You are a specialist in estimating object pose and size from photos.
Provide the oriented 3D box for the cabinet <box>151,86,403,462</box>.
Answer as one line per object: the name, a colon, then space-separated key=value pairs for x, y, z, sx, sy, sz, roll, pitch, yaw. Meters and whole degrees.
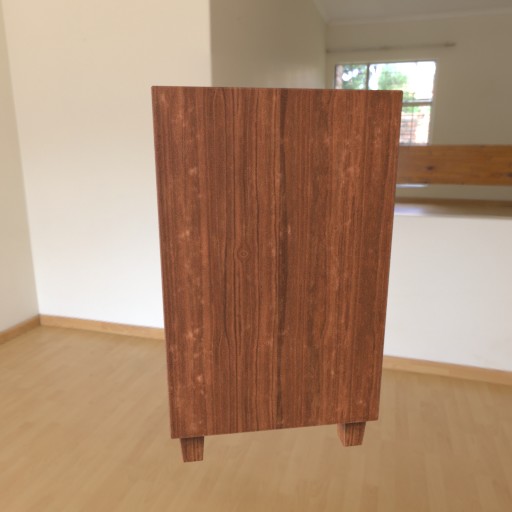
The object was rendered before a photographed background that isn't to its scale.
cabinet: x=0.000 y=0.000 z=1.071 sx=0.410 sy=0.695 sz=0.607 roll=-2 pitch=14 yaw=-8
